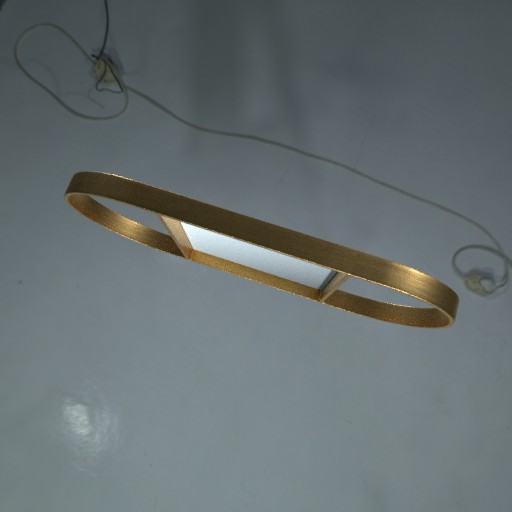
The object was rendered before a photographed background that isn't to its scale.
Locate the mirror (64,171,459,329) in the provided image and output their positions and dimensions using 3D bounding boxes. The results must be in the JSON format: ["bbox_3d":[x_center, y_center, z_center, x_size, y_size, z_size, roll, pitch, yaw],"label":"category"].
[{"bbox_3d":[0.000,0.000,0.659,0.584,0.254,0.032,18,77,4],"label":"mirror"}]
